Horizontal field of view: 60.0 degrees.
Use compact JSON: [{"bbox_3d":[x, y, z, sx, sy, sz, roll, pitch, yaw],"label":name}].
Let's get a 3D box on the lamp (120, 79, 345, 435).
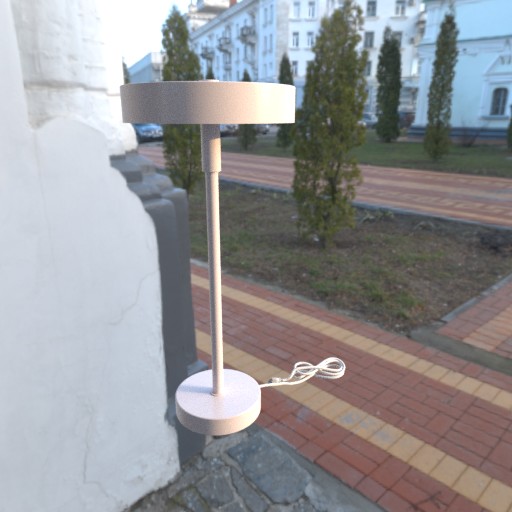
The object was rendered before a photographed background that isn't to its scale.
[{"bbox_3d":[0.000,0.000,0.694,0.369,0.508,0.229,-9,20,-26],"label":"lamp"}]
